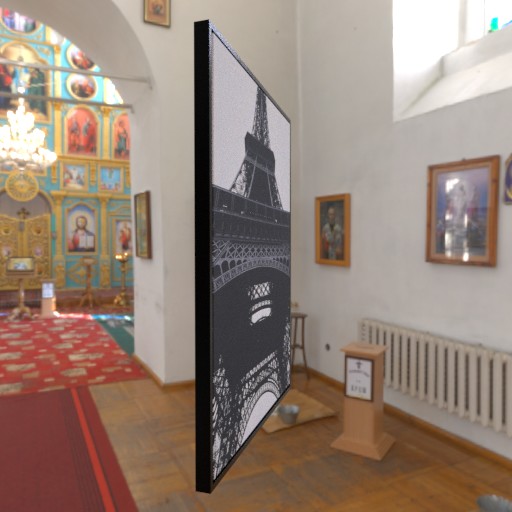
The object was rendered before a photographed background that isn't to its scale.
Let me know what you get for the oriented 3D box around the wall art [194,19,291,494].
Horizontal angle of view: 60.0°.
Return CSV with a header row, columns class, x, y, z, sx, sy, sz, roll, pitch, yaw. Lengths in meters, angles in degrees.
class,x,y,z,sx,sy,sz,roll,pitch,yaw
wall art,0.000,0.000,1.381,0.040,1.062,0.805,0,1,17
